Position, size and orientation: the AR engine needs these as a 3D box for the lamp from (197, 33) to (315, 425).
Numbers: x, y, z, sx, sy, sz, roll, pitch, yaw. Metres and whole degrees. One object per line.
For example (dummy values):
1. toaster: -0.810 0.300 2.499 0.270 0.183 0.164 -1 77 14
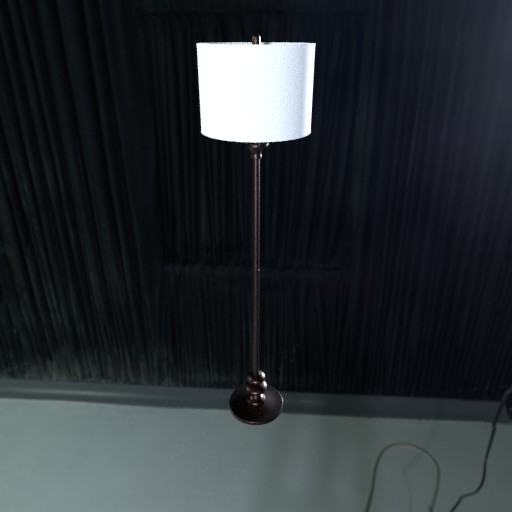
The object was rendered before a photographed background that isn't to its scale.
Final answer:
1. lamp: 0.000 0.000 1.657 0.356 1.487 0.356 0 27 0
